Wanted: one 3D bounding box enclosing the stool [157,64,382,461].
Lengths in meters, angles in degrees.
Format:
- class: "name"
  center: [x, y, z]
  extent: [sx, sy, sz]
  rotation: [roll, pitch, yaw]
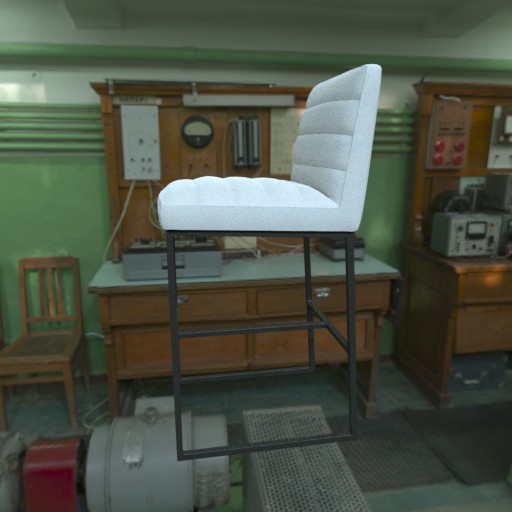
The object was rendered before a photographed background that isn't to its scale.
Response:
- class: "stool"
  center: [0.000, 0.000, 1.371]
  extent: [0.573, 1.061, 0.464]
  rotation: [-2, 14, -10]
